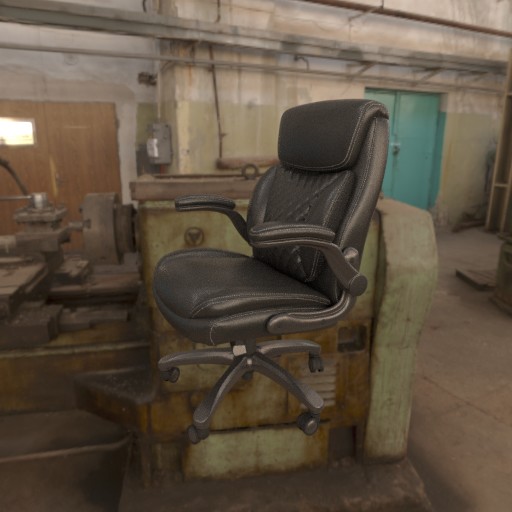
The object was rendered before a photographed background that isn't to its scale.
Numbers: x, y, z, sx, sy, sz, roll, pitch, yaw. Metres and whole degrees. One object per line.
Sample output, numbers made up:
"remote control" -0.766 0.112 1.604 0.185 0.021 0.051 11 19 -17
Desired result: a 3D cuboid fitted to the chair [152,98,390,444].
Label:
"chair" 0.000 0.000 1.640 0.724 1.110 0.782 -8 17 -26
